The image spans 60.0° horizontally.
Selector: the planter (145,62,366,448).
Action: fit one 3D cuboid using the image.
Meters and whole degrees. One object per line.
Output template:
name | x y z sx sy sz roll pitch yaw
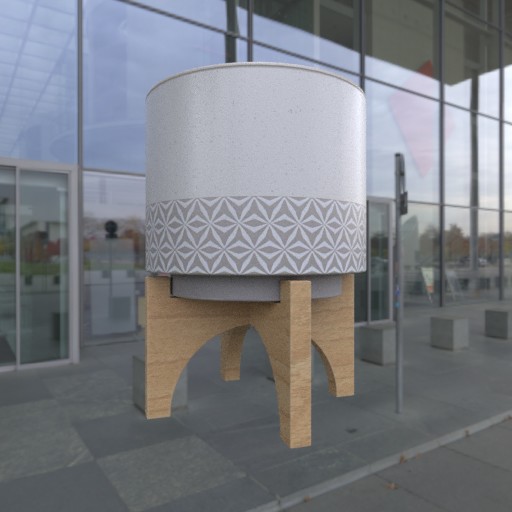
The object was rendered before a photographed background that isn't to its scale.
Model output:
planter | 0.000 0.000 0.514 0.249 0.343 0.249 0 0 0
